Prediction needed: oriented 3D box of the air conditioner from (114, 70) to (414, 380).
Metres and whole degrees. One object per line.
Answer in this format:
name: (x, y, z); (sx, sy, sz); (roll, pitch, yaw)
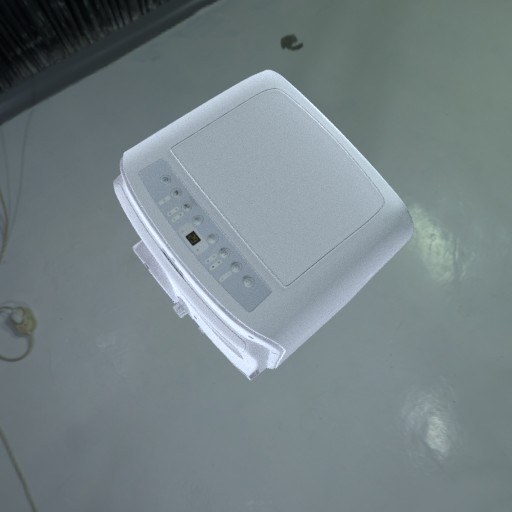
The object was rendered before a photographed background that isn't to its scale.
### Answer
air conditioner: (0.000, 0.000, 1.088); (0.467, 0.765, 0.478); (-38, 78, -10)
